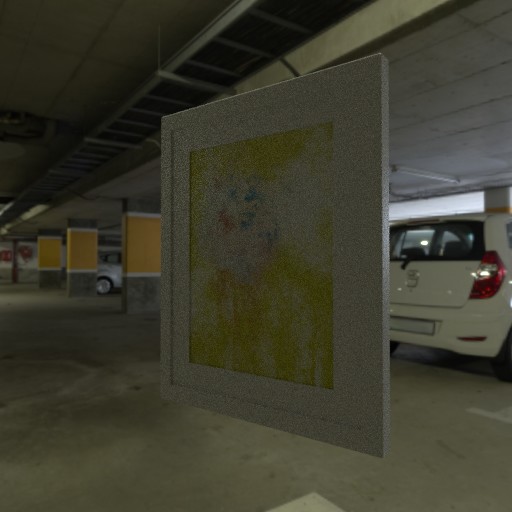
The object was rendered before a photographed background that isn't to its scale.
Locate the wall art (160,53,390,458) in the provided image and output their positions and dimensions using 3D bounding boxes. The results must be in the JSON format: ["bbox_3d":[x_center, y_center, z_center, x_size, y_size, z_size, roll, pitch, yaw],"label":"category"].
[{"bbox_3d":[0.000,0.000,0.754,0.454,0.556,0.028,-1,-1,37],"label":"wall art"}]
